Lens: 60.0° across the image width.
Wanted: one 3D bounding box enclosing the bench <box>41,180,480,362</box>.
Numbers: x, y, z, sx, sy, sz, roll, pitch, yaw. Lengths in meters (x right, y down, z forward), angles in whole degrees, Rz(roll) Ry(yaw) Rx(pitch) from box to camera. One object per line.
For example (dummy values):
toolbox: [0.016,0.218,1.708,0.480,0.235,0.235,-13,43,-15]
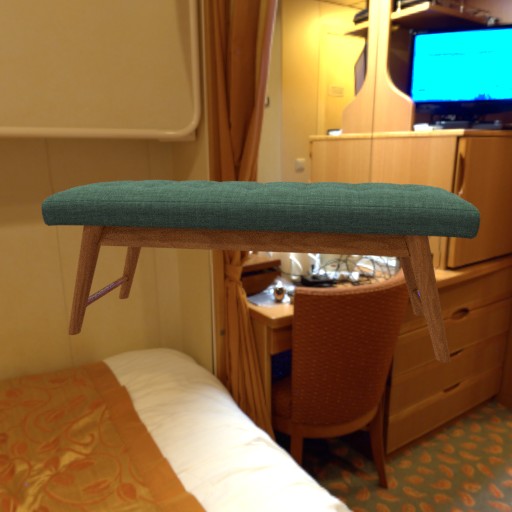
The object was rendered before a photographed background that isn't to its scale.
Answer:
bench: [0.000,0.000,1.335,1.118,0.432,0.406,2,14,9]
